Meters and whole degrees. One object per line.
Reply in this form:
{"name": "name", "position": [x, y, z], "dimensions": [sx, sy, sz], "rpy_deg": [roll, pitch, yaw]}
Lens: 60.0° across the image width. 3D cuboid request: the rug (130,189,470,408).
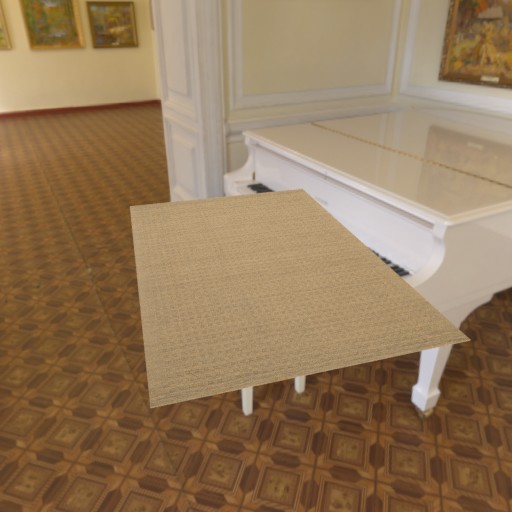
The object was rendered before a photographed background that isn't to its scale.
{"name": "rug", "position": [0.000, 0.000, 3.777], "dimensions": [1.981, 0.006, 2.895], "rpy_deg": [-8, 29, -14]}
